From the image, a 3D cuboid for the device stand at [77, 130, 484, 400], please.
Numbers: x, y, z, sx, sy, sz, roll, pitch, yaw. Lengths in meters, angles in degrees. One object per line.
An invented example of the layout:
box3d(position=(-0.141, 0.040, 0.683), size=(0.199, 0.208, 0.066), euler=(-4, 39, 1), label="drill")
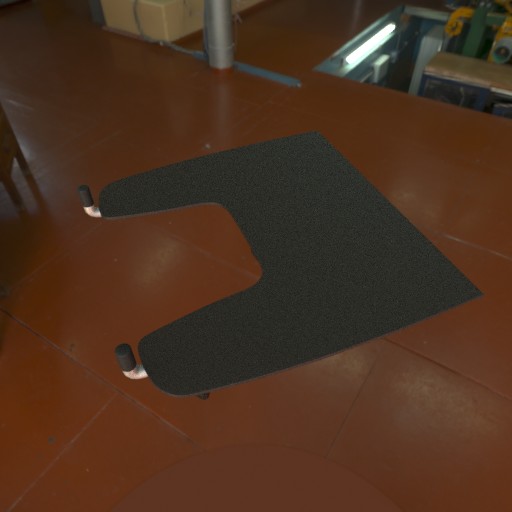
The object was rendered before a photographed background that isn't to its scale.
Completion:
box3d(position=(0.000, 0.000, 0.350), size=(0.230, 0.092, 0.230), euler=(-17, 48, -16), label="device stand")
